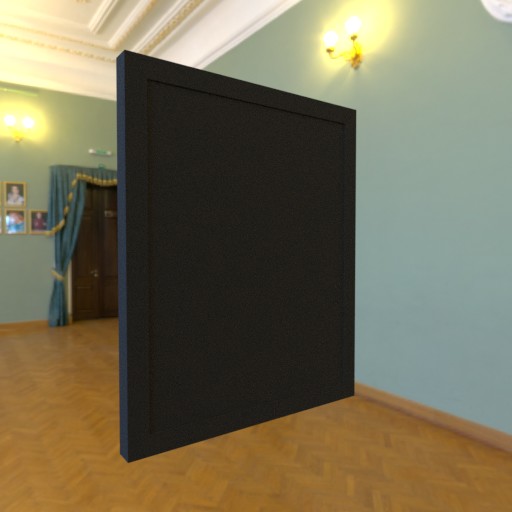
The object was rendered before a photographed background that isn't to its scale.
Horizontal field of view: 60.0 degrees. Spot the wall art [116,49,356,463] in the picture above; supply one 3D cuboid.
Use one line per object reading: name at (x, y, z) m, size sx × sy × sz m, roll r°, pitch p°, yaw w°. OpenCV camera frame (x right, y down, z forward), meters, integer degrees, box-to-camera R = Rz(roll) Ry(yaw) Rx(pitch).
wall art at (0.000, 0.000, 0.745) m, size 0.457 × 0.559 × 0.033 m, roll -1°, pitch 2°, yaw -36°
